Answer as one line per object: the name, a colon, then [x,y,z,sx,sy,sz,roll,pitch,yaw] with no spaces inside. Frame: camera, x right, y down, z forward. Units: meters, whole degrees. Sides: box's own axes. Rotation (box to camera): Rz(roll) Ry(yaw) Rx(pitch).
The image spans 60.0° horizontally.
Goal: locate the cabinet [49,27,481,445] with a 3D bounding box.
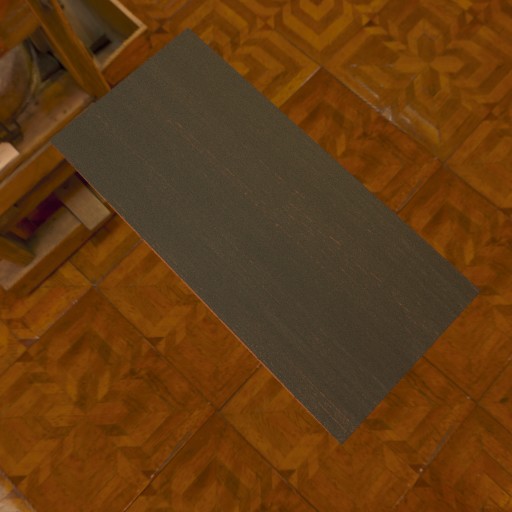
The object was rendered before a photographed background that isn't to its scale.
cabinet: [0.000,0.000,1.431,0.451,0.860,0.950,-44,80,-9]
